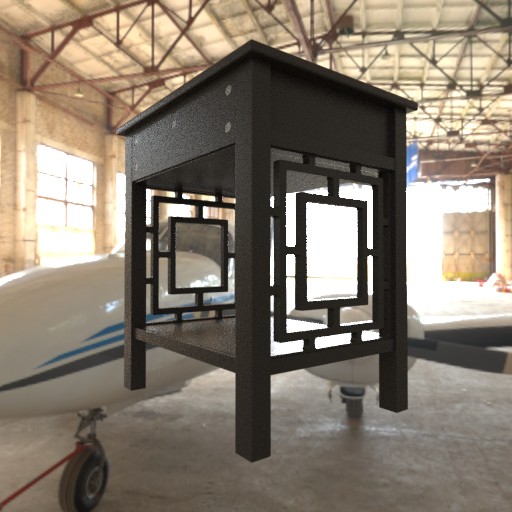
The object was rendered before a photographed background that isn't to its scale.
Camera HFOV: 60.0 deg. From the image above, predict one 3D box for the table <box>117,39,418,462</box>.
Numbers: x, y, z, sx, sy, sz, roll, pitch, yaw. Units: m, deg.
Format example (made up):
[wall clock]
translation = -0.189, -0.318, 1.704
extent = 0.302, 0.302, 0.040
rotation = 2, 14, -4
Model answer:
[table]
translation = 0.000, 0.000, 1.022
extent = 0.451, 0.646, 0.564
rotation = 1, -1, -37
